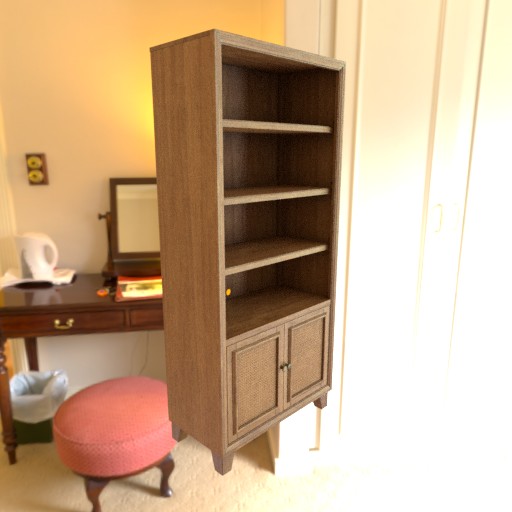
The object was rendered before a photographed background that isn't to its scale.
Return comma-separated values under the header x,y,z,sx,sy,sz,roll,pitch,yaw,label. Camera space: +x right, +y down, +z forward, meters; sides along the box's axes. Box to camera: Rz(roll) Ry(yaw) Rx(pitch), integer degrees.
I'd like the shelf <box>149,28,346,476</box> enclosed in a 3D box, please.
x,y,z,sx,sy,sz,roll,pitch,yaw,label
0.000,0.000,2.292,0.453,1.930,0.864,13,18,43,shelf
